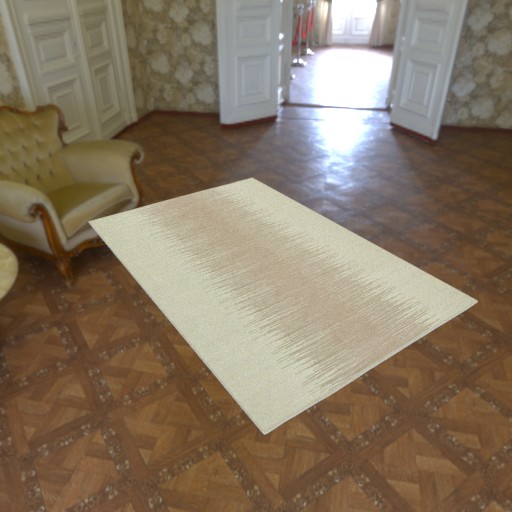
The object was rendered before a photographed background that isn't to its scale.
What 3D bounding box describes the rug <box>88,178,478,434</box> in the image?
[{"bbox_3d":[0.000,0.000,2.398,1.234,0.006,1.850,-21,37,-29],"label":"rug"}]
